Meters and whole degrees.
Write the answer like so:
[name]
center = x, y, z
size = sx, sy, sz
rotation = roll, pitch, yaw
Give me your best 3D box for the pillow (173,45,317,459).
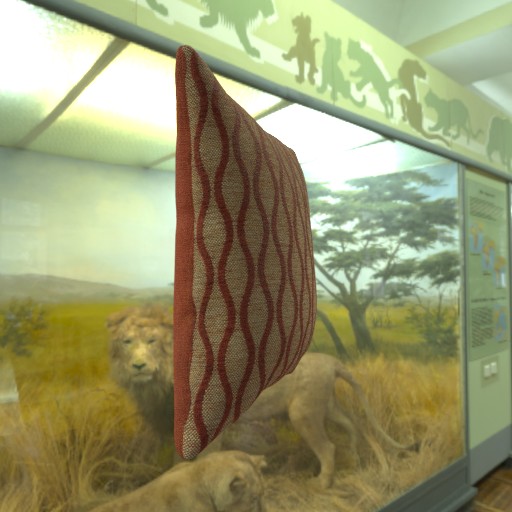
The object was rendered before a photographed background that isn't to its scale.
[pillow]
center = 0.000, 0.000, 0.651
size = 0.159, 0.434, 0.429
rotation = -1, -2, 18
